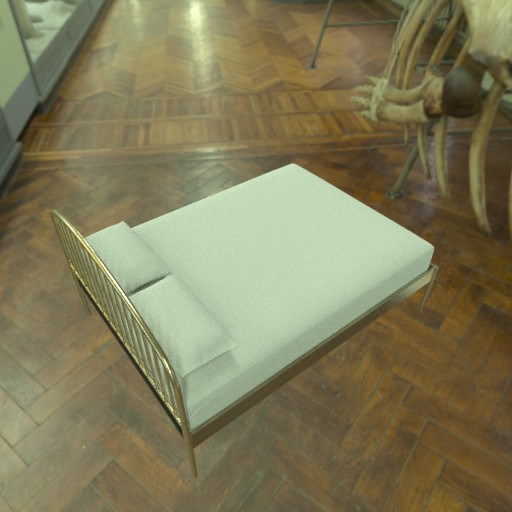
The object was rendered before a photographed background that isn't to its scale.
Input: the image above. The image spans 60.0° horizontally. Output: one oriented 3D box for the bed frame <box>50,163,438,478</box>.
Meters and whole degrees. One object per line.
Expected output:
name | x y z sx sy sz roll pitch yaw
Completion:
bed frame | 0.000 0.000 3.148 2.152 1.175 1.612 -27 48 -28
